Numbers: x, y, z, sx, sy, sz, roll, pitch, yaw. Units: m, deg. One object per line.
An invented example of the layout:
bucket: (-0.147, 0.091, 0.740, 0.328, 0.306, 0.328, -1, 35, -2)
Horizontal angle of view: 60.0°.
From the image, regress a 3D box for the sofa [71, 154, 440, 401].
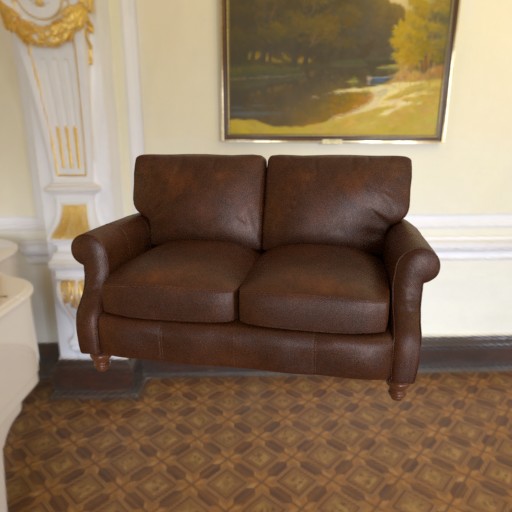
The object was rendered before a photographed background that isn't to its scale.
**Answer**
sofa: (0.000, 0.000, 2.220, 1.616, 0.976, 0.990, 3, 15, 10)
